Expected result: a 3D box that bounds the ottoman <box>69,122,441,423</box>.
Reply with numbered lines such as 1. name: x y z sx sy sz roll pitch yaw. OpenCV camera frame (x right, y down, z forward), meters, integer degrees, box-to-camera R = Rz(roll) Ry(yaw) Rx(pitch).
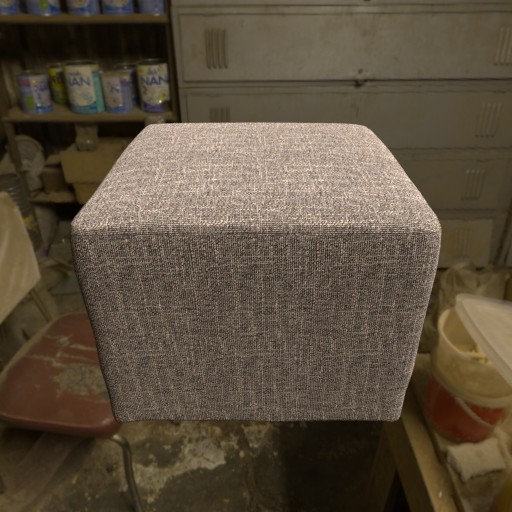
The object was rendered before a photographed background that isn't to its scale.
1. ottoman: 0.000 0.000 0.898 0.521 0.453 0.512 0 32 0
